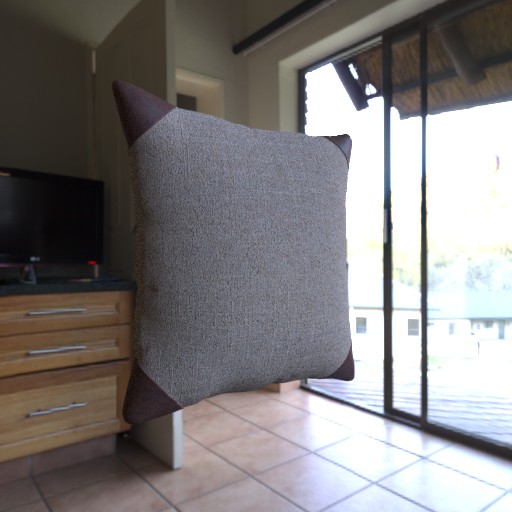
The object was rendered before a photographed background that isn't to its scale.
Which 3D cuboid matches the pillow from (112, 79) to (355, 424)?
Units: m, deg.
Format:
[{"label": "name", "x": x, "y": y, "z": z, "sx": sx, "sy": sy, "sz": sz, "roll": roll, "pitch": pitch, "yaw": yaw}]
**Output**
[{"label": "pillow", "x": 0.000, "y": 0.000, "z": 0.680, "sx": 0.437, "sy": 0.448, "sz": 0.147, "roll": 1, "pitch": -1, "yaw": -36}]
